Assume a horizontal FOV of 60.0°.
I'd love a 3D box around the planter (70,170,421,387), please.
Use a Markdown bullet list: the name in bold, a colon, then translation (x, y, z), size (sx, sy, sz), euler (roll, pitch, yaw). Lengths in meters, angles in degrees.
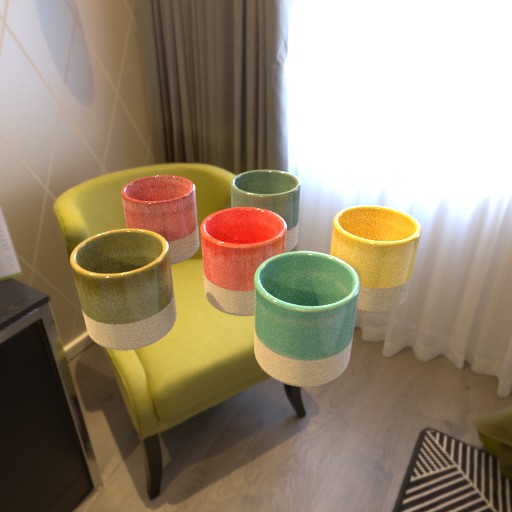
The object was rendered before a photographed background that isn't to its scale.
- **planter**: translation (0.000, 0.000, 0.412), size (0.286, 0.075, 0.257), euler (0, 31, 0)
